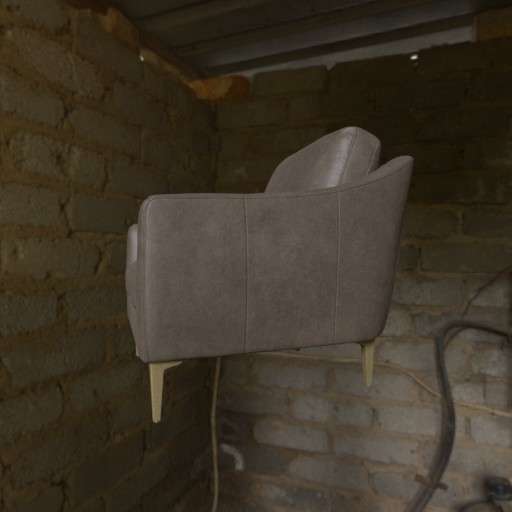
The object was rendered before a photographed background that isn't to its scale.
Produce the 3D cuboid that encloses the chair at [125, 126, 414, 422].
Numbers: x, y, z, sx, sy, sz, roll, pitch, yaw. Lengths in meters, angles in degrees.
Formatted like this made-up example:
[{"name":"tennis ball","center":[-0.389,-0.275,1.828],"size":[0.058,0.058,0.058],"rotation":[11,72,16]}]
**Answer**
[{"name":"chair","center":[0.000,0.000,1.731],"size":[0.961,0.901,0.988],"rotation":[0,-1,-18]}]
